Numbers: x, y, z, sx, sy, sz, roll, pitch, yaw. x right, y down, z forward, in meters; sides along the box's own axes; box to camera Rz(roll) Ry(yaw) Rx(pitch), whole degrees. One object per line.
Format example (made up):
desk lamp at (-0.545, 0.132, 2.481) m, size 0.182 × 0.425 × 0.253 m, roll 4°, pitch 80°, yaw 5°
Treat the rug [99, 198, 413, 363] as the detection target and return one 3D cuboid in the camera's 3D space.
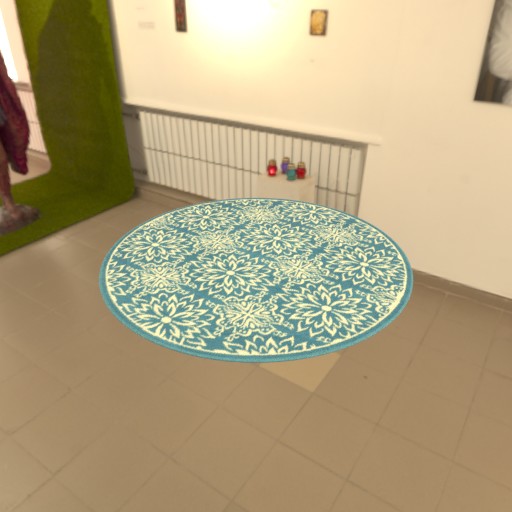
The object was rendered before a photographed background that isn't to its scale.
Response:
rug at (0.000, 0.000, 2.349) m, size 1.593 × 0.012 × 1.593 m, roll 0°, pitch 30°, yaw 0°
